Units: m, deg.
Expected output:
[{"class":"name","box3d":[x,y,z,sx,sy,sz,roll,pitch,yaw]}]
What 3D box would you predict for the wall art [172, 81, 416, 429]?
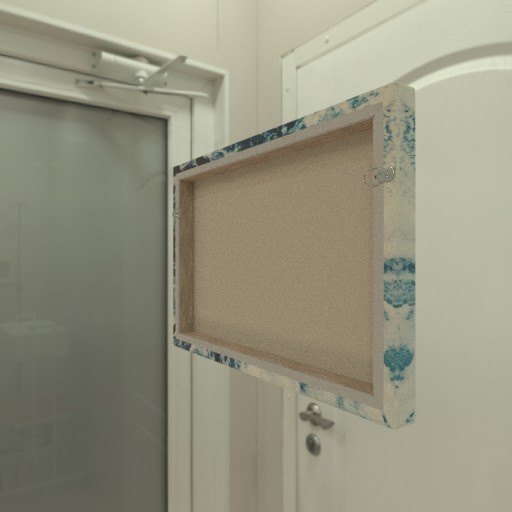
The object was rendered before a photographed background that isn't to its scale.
[{"class":"wall art","box3d":[0.000,0.000,0.772,0.043,0.407,0.609,0,0,-35]}]
